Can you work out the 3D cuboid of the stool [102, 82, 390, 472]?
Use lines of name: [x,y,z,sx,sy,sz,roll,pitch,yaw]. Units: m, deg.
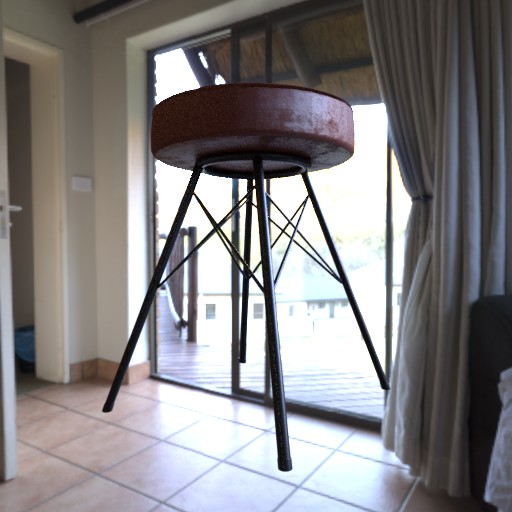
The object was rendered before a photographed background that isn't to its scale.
stool: [0.000,0.000,0.916,0.421,0.593,0.457,1,1,35]
